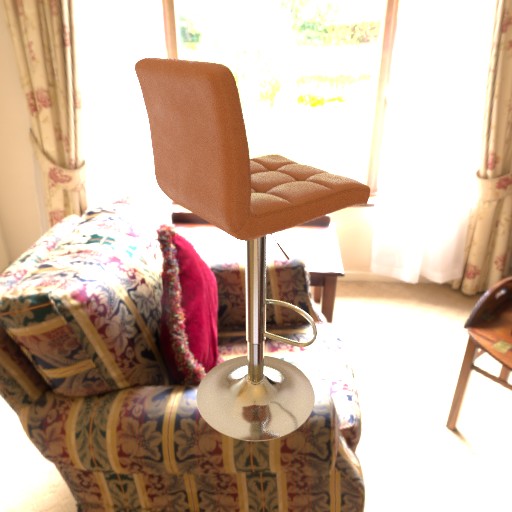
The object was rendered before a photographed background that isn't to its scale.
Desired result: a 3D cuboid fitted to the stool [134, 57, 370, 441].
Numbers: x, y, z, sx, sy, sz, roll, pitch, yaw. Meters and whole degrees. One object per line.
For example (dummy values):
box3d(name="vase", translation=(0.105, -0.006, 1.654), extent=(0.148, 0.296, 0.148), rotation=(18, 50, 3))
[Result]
box3d(name="stool", translation=(0.000, 0.000, 1.357), extent=(0.505, 1.115, 0.430), rotation=(-18, 31, -32))
